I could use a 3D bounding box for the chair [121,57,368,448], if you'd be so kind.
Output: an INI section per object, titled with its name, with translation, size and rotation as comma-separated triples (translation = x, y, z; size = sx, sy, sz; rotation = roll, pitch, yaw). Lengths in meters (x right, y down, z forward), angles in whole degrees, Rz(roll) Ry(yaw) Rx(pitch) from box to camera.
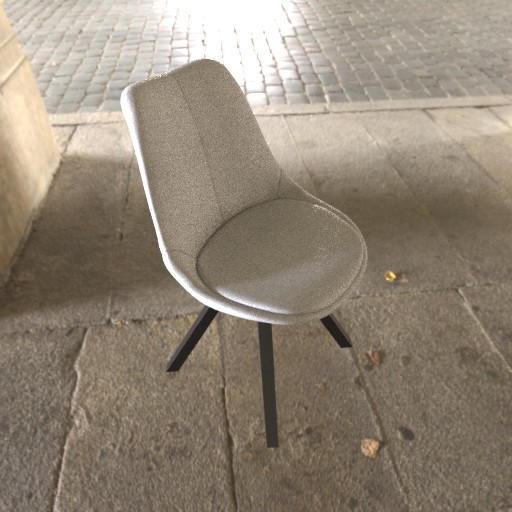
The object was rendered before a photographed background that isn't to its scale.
[chair]
translation = 0.000, 0.000, 1.166
size = 0.550, 0.850, 0.485
rotation = 26, 48, 27
